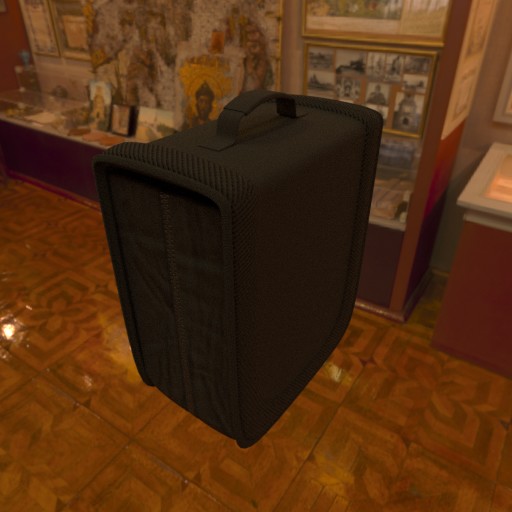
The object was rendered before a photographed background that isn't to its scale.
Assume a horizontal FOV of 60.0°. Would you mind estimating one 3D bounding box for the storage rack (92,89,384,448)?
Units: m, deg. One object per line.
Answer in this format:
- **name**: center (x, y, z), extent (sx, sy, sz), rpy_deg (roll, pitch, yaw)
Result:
- **storage rack**: center (0.000, 0.000, 0.546), extent (0.168, 0.387, 0.297), rpy_deg (21, 38, 30)
